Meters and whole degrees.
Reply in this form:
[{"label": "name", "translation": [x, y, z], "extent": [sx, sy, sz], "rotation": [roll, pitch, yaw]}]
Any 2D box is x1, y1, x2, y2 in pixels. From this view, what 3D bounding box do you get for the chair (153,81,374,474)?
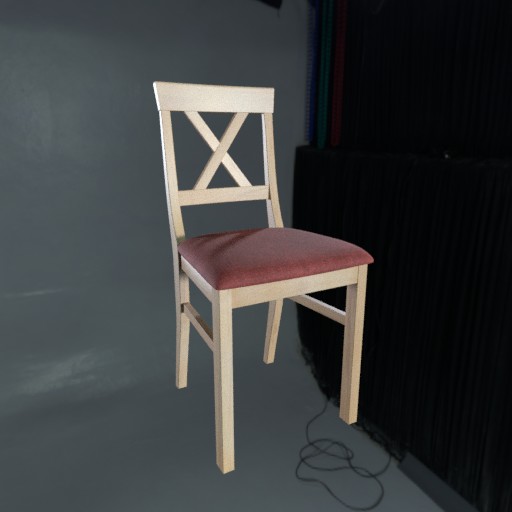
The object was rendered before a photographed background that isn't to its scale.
[{"label": "chair", "translation": [0.000, 0.000, 1.208], "extent": [0.439, 0.912, 0.492], "rotation": [-8, 18, -28]}]
